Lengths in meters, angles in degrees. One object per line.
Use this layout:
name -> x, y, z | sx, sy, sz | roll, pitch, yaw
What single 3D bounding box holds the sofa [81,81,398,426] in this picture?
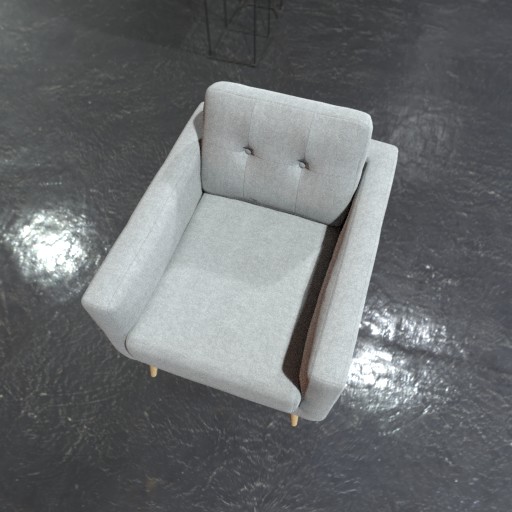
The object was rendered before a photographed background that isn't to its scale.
sofa -> 0.000, 0.000, 1.557 | 0.770, 0.860, 0.920 | 16, 60, 10
